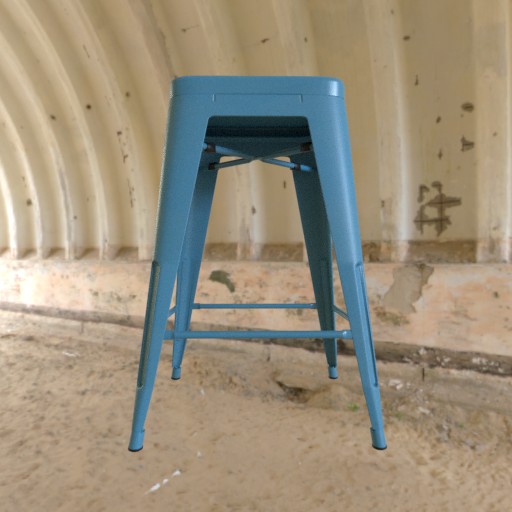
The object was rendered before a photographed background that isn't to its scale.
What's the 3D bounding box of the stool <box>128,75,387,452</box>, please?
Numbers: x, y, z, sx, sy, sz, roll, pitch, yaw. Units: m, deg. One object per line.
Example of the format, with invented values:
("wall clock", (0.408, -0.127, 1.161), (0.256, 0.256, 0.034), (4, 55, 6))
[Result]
("stool", (0.000, 0.000, 0.892), (0.410, 0.608, 0.410), (0, 1, -1))
